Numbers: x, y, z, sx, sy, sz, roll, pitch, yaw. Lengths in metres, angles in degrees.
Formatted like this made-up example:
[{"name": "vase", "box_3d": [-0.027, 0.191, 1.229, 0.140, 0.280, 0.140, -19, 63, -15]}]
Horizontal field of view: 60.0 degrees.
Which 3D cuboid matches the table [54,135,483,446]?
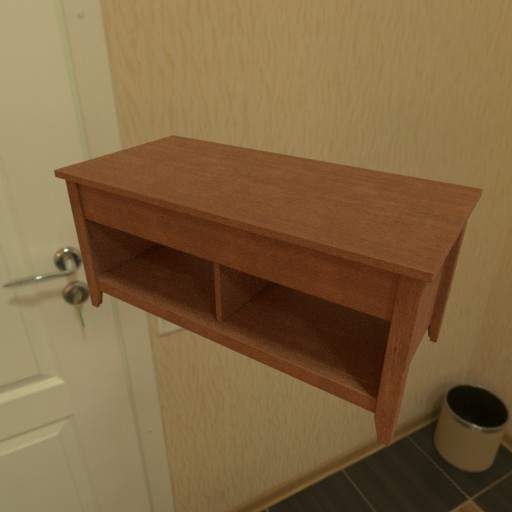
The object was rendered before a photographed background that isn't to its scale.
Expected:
[{"name": "table", "box_3d": [0.000, 0.000, 1.263, 1.016, 0.457, 0.483, 17, 33, 29]}]
